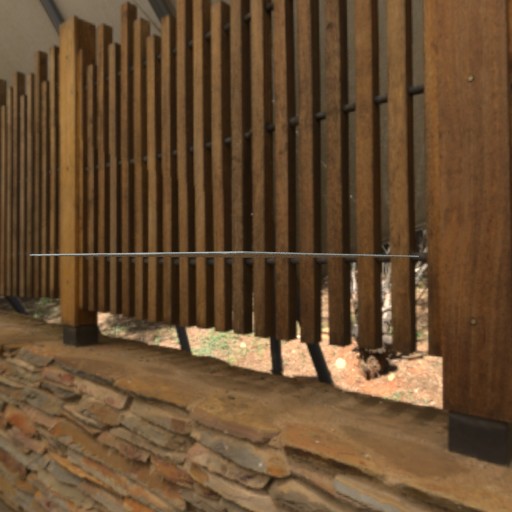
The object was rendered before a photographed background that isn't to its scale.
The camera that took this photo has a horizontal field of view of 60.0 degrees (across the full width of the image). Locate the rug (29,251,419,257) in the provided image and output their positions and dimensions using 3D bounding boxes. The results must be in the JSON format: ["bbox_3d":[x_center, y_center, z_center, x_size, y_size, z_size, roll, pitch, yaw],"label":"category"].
[{"bbox_3d":[0.000,0.000,2.984,1.522,0.008,2.284,0,-1,35],"label":"rug"}]
